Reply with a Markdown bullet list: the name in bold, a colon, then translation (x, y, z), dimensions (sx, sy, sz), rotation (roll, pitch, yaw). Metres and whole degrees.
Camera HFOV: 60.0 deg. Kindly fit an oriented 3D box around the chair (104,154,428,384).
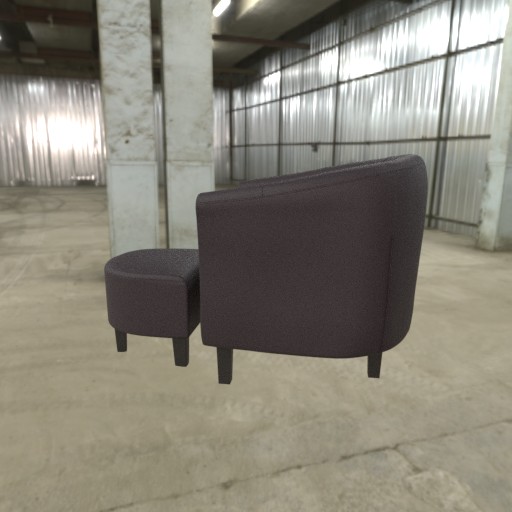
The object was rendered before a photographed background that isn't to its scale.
- **chair**: translation (0.000, 0.000, 1.696), dimensions (1.191, 0.760, 0.763), rotation (2, 13, 9)
